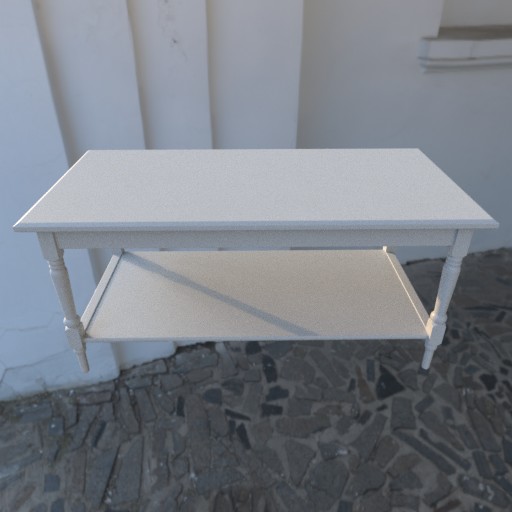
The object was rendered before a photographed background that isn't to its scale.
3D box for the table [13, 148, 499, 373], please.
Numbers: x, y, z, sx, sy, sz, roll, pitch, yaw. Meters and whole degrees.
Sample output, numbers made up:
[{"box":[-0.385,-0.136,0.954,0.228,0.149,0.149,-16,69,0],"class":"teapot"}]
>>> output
[{"box":[0.000,0.000,1.372,1.109,0.506,0.551,0,31,-1],"class":"table"}]
